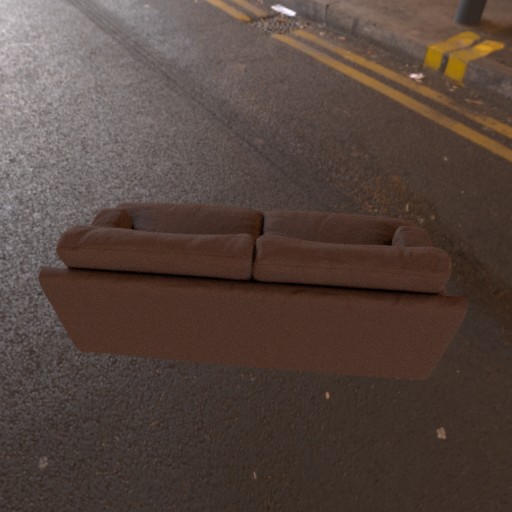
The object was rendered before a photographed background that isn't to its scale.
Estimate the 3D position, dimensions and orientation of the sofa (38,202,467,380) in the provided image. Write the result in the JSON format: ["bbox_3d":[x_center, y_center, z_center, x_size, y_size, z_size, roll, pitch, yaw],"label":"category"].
[{"bbox_3d":[0.000,0.000,2.879,2.274,0.950,1.140,4,47,4],"label":"sofa"}]
